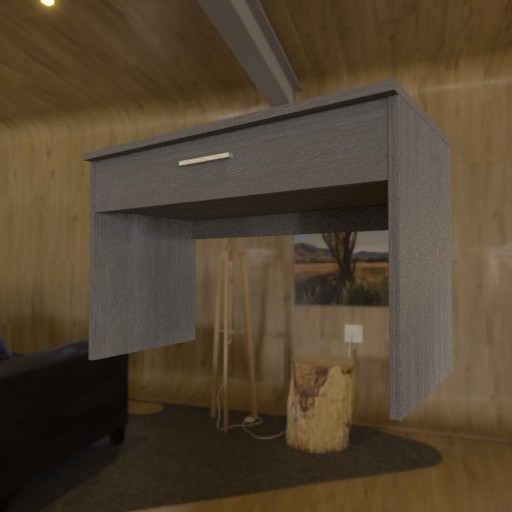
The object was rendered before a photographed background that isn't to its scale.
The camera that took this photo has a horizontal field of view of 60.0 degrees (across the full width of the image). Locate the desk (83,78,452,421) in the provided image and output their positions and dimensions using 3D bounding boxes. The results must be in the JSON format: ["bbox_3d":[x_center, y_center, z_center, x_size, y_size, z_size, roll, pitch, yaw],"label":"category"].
[{"bbox_3d":[0.000,0.000,1.472,1.099,0.729,0.557,-1,-2,35],"label":"desk"}]
